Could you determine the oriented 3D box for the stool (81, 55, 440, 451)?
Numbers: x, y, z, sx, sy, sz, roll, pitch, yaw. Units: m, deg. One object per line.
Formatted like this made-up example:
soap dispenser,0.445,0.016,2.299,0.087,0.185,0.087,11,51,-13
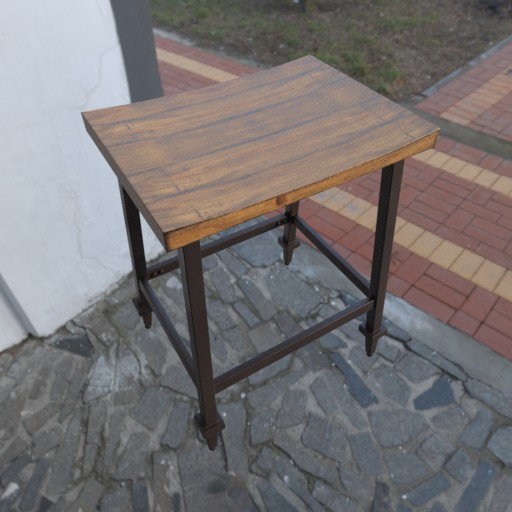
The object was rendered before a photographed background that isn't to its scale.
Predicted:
stool,0.000,0.000,0.937,0.486,0.625,0.405,-23,50,-21
